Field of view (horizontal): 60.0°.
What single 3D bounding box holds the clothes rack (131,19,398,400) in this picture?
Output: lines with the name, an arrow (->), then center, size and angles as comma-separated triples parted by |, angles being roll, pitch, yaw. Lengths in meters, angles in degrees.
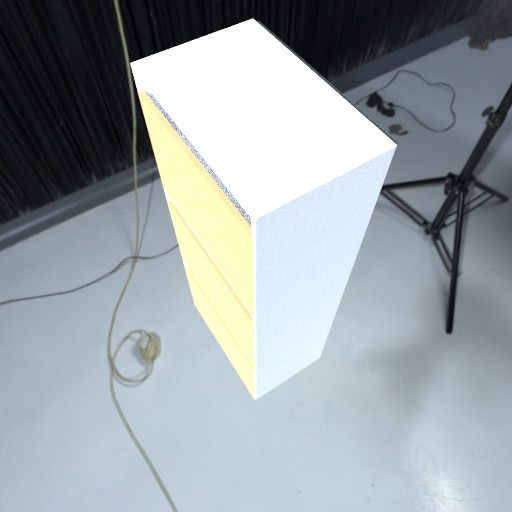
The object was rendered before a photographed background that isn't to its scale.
clothes rack -> 0.000, 0.000, 1.401 | 0.330, 1.187, 0.500 | -29, 62, -17
